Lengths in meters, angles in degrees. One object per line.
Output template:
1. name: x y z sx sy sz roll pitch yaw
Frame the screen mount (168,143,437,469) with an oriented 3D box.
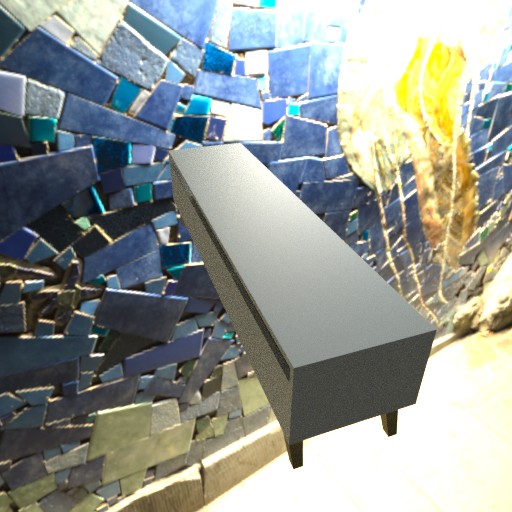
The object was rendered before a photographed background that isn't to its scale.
1. screen mount: 0.000 0.000 1.850 0.399 0.432 1.644 -11 33 -17
